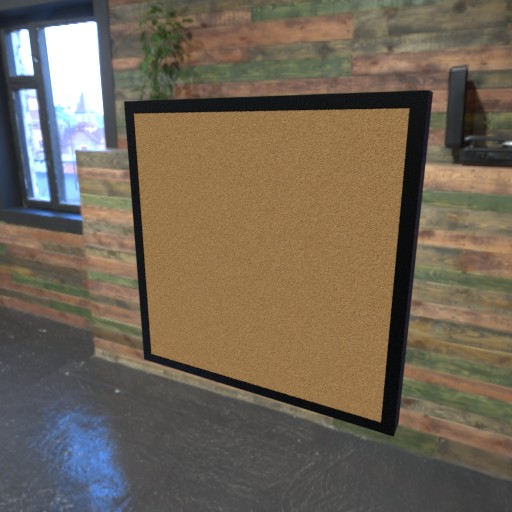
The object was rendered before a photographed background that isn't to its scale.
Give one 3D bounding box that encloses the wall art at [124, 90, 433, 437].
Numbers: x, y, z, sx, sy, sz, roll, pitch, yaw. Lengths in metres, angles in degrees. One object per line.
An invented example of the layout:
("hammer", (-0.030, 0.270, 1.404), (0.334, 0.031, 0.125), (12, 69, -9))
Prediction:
("wall art", (0.000, 0.000, 0.749), (0.506, 0.506, 0.038), (8, 18, 27))
